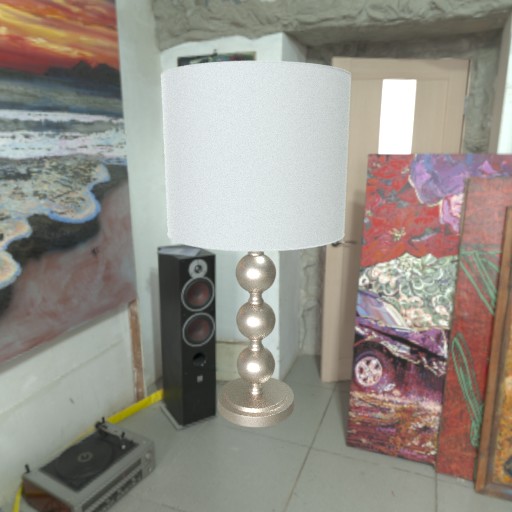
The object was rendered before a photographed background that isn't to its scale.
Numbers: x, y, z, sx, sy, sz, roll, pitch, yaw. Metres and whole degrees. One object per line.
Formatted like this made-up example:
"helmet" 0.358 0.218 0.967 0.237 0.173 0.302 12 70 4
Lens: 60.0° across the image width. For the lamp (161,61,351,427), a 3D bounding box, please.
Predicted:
"lamp" 0.000 0.000 0.715 0.277 0.538 0.277 -2 14 -8
